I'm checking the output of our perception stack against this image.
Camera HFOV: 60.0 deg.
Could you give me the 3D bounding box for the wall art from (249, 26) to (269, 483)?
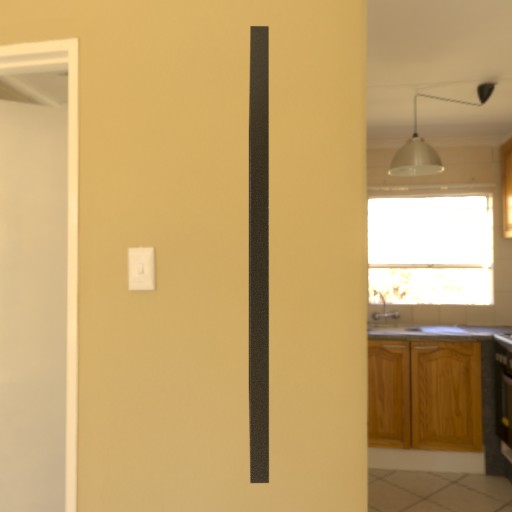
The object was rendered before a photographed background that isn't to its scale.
[{"bbox_3d":[0.000,0.000,1.407,0.043,1.046,0.788,0,-1,-1],"label":"wall art"}]
